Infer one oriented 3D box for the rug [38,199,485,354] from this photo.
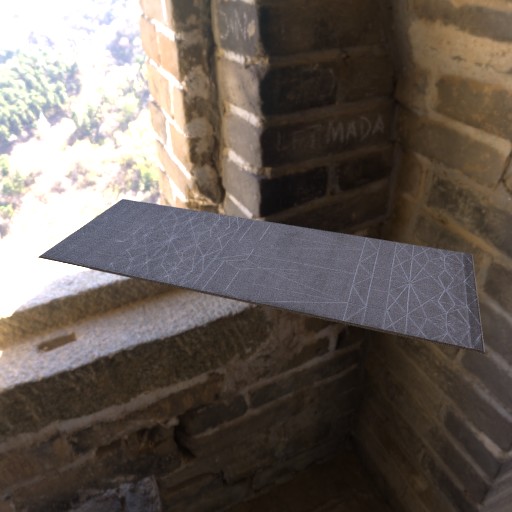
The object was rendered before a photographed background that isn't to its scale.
[{"bbox_3d":[0.000,0.000,2.590,2.388,0.012,0.864,10,33,16],"label":"rug"}]
